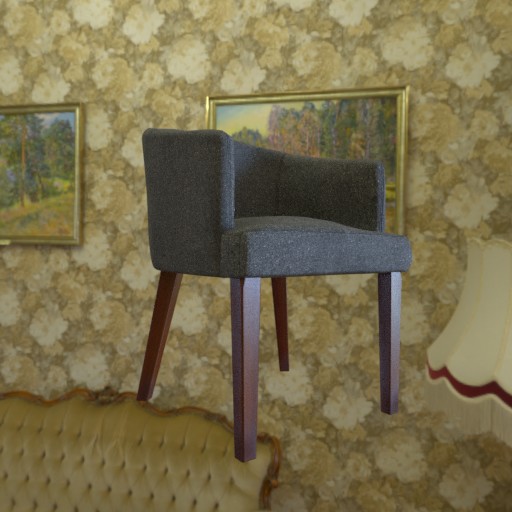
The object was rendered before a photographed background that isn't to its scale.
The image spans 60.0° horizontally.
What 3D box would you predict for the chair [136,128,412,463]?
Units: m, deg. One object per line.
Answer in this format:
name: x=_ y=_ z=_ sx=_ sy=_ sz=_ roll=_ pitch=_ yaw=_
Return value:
chair: x=0.000 y=0.000 z=1.249 sx=0.583 sy=0.811 sz=0.655 roll=0 pitch=1 yaw=-36
